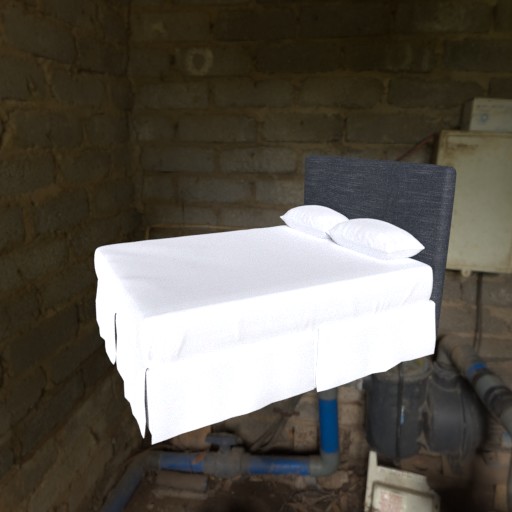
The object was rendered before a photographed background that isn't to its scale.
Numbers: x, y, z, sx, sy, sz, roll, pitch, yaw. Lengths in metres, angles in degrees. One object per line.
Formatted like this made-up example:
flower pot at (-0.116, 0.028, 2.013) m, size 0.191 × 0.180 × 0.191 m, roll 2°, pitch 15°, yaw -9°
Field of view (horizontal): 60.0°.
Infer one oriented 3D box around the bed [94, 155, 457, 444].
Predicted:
bed at (0.000, 0.000, 3.232) m, size 2.142 × 1.330 × 1.723 m, roll -8°, pitch 17°, yaw -26°
